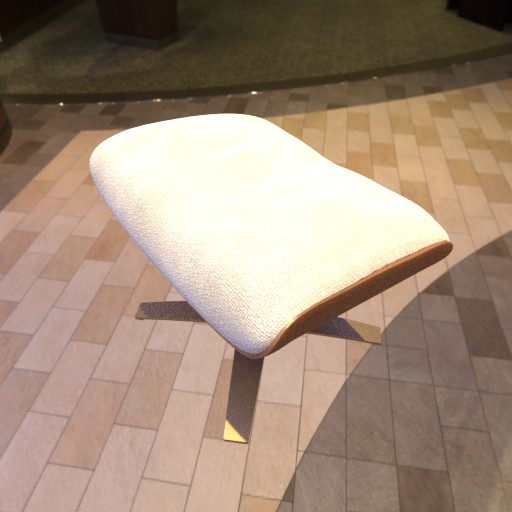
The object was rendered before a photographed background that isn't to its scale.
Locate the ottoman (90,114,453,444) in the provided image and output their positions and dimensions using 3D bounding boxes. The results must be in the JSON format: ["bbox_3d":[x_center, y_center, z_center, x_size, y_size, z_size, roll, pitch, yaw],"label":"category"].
[{"bbox_3d":[0.000,0.000,0.810,0.394,0.391,0.520,-27,48,-27],"label":"ottoman"}]
